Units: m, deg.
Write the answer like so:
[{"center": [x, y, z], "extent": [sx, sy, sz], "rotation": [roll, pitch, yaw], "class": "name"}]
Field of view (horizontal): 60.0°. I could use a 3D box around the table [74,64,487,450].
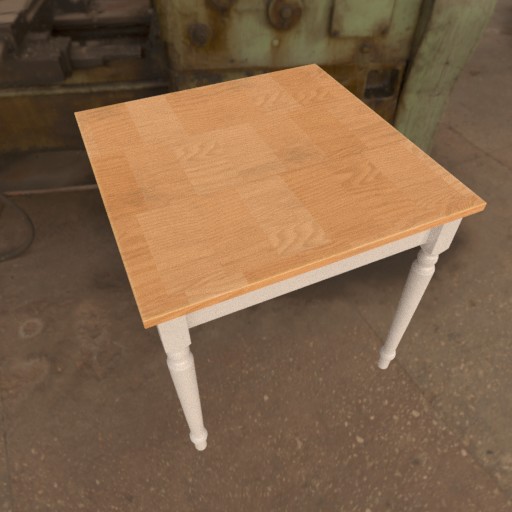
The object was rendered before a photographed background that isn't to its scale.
[{"center": [0.000, 0.000, 1.344], "extent": [0.747, 0.738, 0.747], "rotation": [-18, 50, -16], "class": "table"}]
